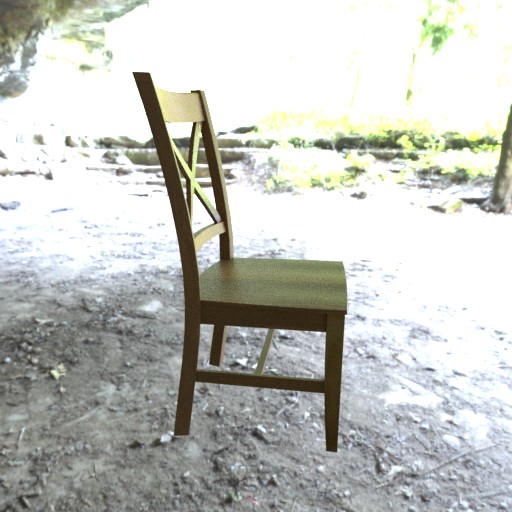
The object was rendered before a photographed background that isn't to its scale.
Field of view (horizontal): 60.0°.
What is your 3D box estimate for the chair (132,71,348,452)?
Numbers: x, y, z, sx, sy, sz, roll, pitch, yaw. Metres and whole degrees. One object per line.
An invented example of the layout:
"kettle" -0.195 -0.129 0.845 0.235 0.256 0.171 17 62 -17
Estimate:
"chair" 0.000 0.000 1.333 0.542 0.983 0.485 2 16 9
